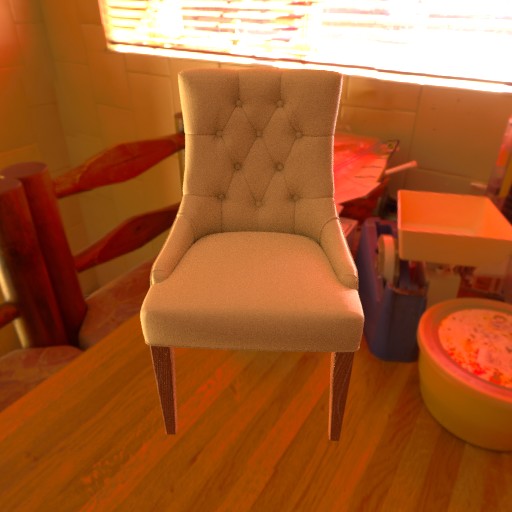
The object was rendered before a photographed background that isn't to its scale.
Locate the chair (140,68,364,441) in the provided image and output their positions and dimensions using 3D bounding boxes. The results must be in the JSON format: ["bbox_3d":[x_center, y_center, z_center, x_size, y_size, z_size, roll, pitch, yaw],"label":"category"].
[{"bbox_3d":[0.000,0.000,1.196,0.509,0.874,0.565,1,31,2],"label":"chair"}]
